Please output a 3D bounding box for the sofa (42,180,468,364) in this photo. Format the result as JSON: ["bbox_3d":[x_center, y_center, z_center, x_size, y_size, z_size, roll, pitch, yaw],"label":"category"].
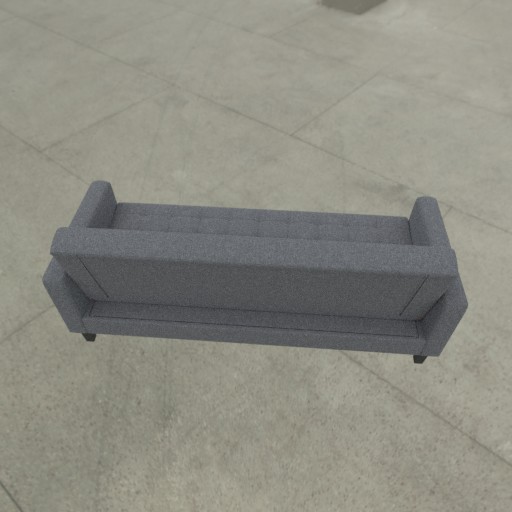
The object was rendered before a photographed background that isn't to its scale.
[{"bbox_3d":[0.000,0.000,2.464,2.040,0.850,0.810,3,48,3],"label":"sofa"}]
